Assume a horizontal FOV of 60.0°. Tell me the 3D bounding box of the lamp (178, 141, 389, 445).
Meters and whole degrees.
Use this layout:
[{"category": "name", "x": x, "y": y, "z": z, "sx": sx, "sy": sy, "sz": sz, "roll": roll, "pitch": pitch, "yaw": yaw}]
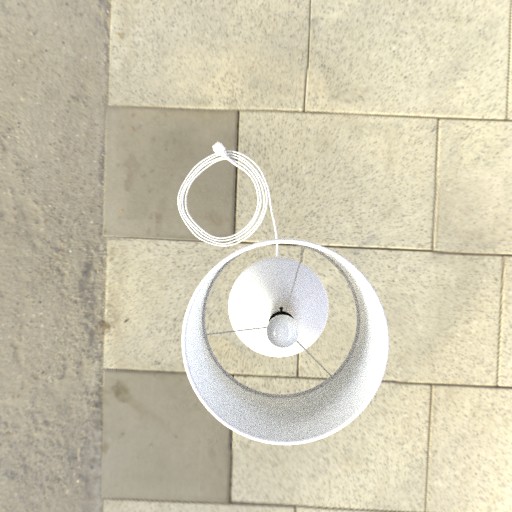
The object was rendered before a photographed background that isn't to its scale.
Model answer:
[{"category": "lamp", "x": 0.000, "y": 0.000, "z": 0.874, "sx": 0.401, "sy": 0.457, "sz": 0.546, "roll": 0, "pitch": 92, "yaw": 1}]
